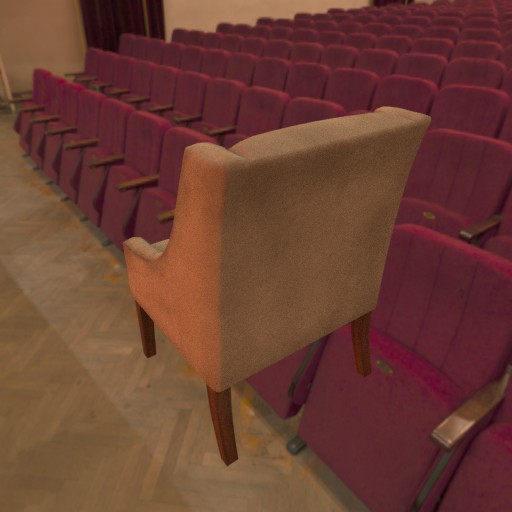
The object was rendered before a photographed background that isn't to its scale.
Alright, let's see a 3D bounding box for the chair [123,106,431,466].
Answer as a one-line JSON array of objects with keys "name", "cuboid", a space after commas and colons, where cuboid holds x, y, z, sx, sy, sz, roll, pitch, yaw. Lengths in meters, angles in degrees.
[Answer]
[{"name": "chair", "cuboid": [0.000, 0.000, 1.353, 0.629, 0.895, 0.629, -21, 36, -31]}]
